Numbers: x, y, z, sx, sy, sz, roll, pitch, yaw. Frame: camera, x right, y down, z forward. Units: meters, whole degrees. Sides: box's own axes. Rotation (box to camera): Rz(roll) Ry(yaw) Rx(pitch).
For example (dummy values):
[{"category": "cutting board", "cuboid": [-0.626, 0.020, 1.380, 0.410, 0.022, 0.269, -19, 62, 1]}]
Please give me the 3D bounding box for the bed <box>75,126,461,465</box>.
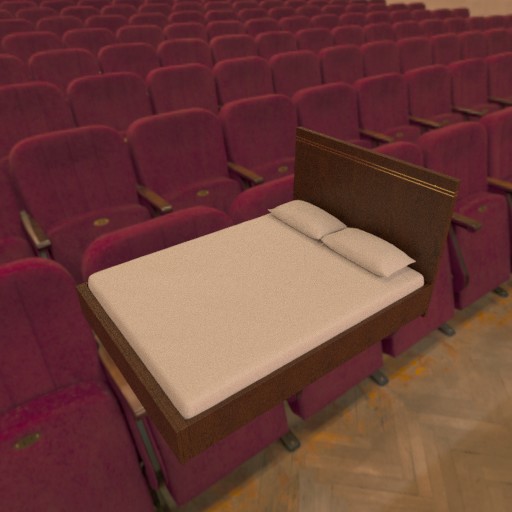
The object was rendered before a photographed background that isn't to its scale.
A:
[{"category": "bed", "cuboid": [0.000, 0.000, 3.247, 2.221, 1.169, 1.613, -21, 38, -31]}]
